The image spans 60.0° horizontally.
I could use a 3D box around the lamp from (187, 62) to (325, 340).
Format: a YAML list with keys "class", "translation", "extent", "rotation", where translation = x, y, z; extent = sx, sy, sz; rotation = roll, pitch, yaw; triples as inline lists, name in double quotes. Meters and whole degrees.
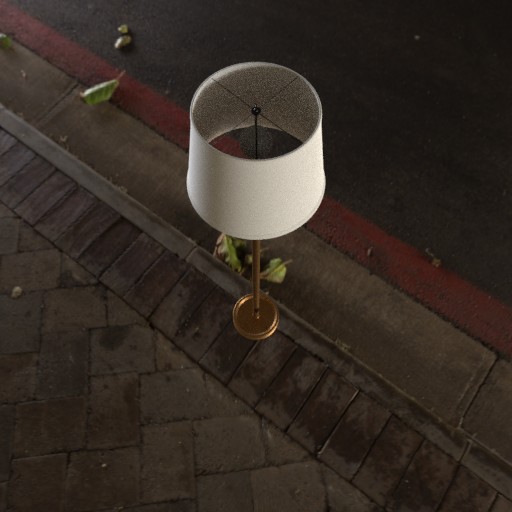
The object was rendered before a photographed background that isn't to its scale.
- class: "lamp"
  translation: [0.000, 0.000, 0.781]
  extent: [0.178, 0.710, 0.178]
  rotation: [0, 64, 0]
